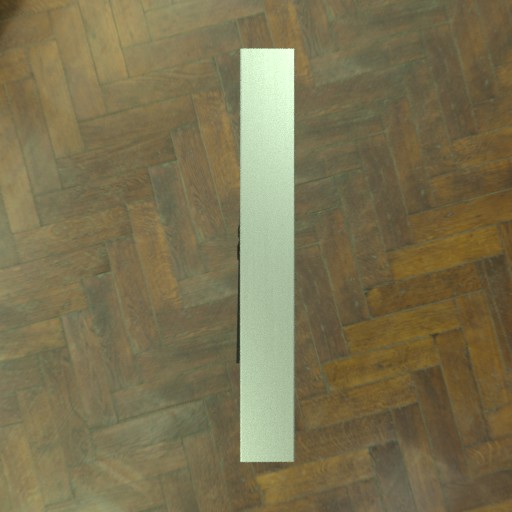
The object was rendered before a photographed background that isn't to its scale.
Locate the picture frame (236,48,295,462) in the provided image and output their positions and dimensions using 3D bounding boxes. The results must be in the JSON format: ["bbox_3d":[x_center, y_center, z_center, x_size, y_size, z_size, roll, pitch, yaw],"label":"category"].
[{"bbox_3d":[0.000,0.000,0.272,0.028,0.208,0.157,0,90,0],"label":"picture frame"}]
